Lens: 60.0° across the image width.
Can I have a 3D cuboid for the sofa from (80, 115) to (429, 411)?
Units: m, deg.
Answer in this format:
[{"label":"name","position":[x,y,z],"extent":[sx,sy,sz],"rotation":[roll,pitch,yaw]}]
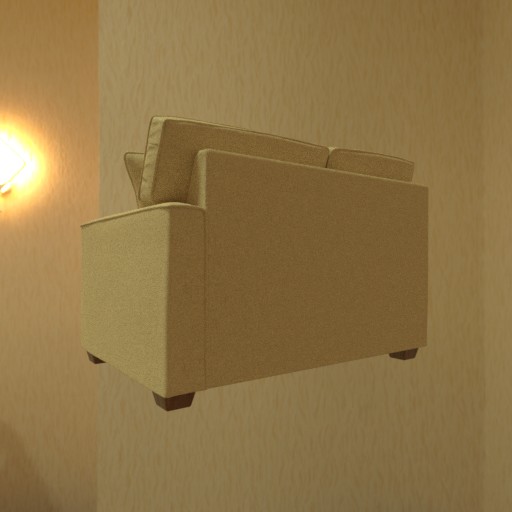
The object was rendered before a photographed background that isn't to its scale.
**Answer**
[{"label":"sofa","position":[0.000,0.000,2.121],"extent":[1.388,0.989,0.991],"rotation":[0,-1,-36]}]
